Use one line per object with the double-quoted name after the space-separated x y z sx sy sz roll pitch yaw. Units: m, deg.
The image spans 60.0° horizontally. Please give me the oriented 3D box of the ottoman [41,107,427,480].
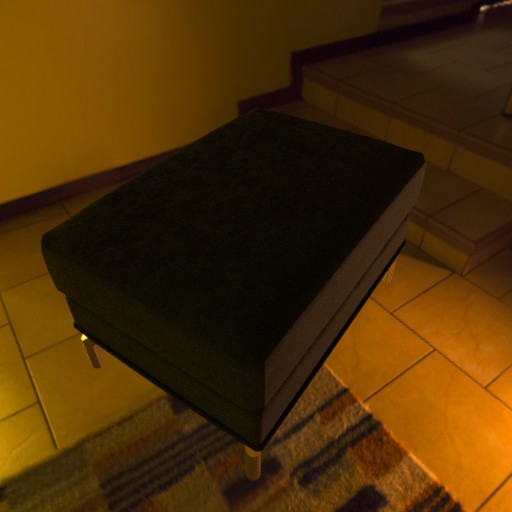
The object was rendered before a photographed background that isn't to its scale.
0.000 0.000 1.199 0.587 0.498 0.835 24 46 26 "ottoman"
